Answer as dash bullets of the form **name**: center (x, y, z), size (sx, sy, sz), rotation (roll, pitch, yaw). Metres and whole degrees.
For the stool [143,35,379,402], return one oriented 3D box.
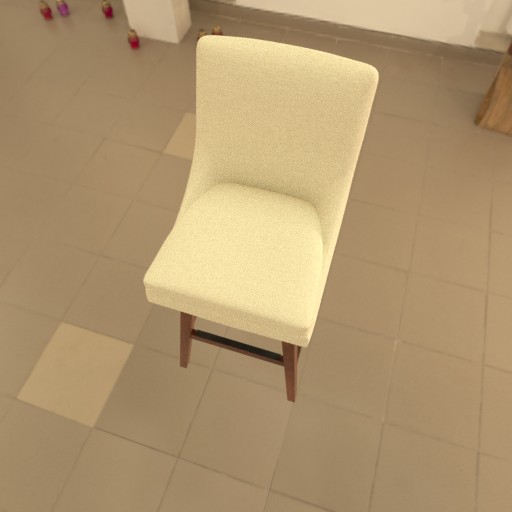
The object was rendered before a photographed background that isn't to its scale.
- **stool**: center (0.000, 0.000, 1.387), size (0.470, 1.097, 0.559), rotation (15, 59, 9)
